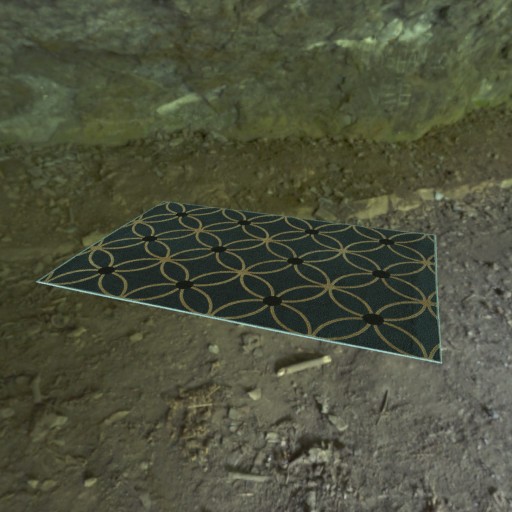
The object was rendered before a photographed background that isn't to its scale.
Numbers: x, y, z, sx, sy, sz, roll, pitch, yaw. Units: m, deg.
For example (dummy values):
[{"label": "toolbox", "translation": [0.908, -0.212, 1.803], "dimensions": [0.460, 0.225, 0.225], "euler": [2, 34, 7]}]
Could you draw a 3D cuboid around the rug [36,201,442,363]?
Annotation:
[{"label": "rug", "translation": [0.000, 0.000, 2.961], "dimensions": [2.284, 0.008, 1.522], "euler": [9, 28, 17]}]
